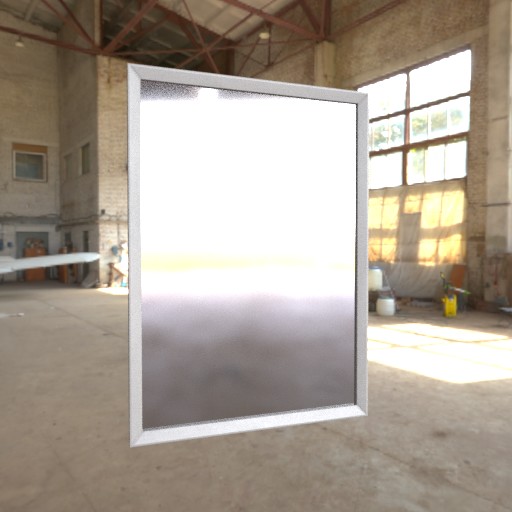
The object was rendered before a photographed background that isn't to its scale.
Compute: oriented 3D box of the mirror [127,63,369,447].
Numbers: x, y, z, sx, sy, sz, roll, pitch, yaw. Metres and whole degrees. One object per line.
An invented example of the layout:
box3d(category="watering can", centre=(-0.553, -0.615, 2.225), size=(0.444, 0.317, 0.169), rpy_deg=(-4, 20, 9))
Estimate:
box3d(category="mirror", centre=(0.000, 0.000, 0.914), size=(0.507, 0.710, 0.039), rpy_deg=(0, 1, -18))
